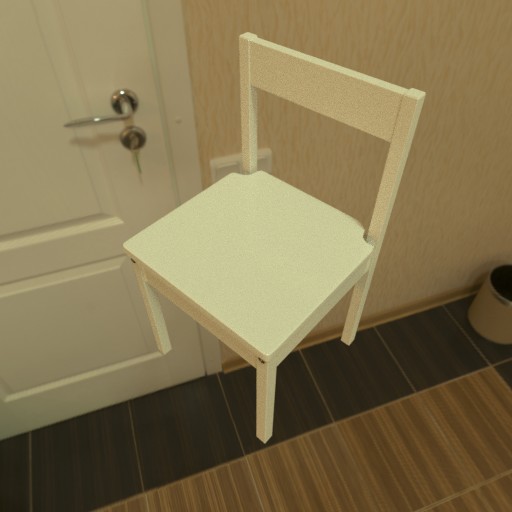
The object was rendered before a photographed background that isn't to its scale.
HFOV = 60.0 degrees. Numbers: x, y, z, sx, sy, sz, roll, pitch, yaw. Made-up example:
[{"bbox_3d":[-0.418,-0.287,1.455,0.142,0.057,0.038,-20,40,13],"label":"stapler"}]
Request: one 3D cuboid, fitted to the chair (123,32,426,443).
[{"bbox_3d":[0.000,0.000,0.884,0.367,0.668,0.361,33,55,27],"label":"chair"}]
